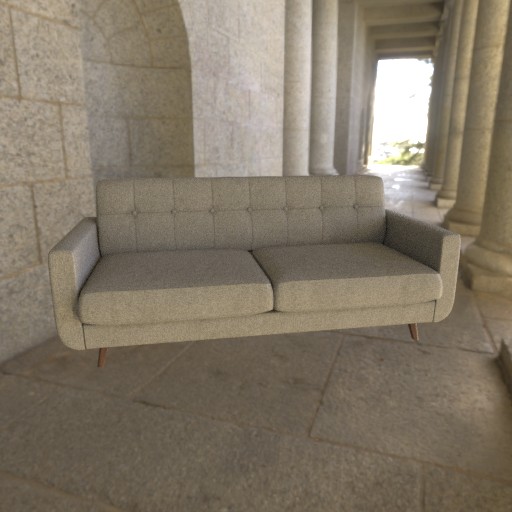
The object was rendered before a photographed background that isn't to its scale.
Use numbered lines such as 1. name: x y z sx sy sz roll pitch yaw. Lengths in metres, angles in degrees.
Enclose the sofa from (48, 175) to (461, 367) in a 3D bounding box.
1. sofa: 0.000 0.000 2.591 2.055 0.873 0.968 -3 15 -10
